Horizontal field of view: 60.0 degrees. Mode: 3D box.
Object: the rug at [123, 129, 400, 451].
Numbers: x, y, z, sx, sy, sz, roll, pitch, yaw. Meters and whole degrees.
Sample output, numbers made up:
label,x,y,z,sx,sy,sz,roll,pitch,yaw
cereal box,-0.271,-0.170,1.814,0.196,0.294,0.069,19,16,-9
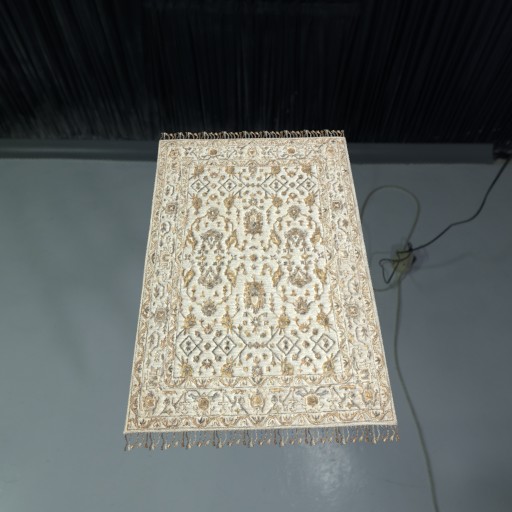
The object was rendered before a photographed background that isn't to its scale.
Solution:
label,x,y,z,sx,sy,sz,roll,pitch,yaw
rug,0.000,0.000,3.044,1.529,0.027,2.434,-1,59,-1
